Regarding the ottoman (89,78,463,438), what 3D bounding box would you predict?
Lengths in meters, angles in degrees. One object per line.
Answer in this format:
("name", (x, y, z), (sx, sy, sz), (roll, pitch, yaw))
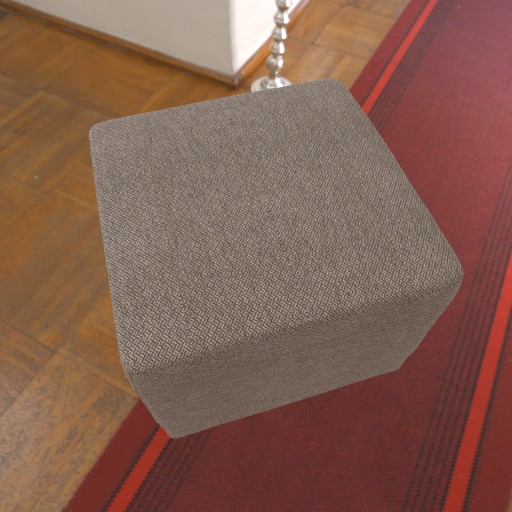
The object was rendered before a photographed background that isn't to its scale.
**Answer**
("ottoman", (0.000, 0.000, 0.895), (0.519, 0.453, 0.512), (-14, 58, -9))
